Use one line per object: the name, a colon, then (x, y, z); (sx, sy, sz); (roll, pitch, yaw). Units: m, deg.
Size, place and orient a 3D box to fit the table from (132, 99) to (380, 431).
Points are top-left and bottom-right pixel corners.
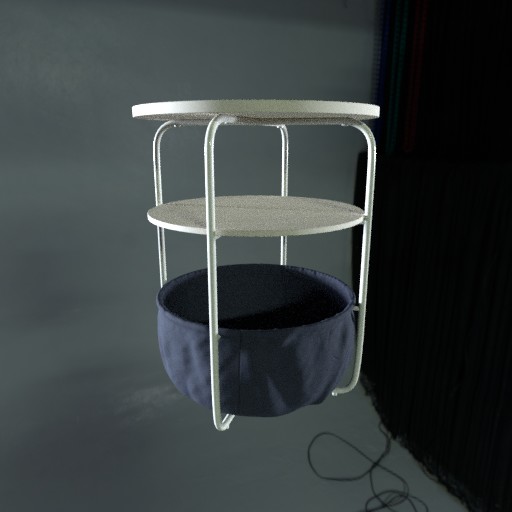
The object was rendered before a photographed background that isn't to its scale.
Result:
table: (0.000, 0.000, 0.845); (0.418, 0.532, 0.418); (-7, 17, -25)
